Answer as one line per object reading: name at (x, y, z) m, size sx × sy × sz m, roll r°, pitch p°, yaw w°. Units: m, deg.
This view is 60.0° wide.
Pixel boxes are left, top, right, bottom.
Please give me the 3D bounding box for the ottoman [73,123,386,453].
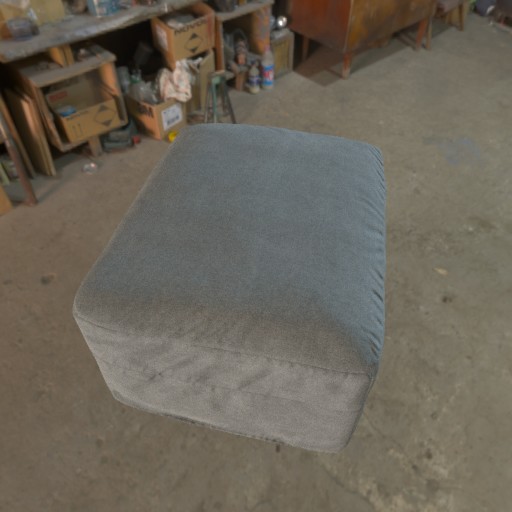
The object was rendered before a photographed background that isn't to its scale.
ottoman at (0.000, 0.000, 1.263) m, size 0.683 × 0.481 × 0.837 m, roll 9°, pitch 47°, yaw 8°
